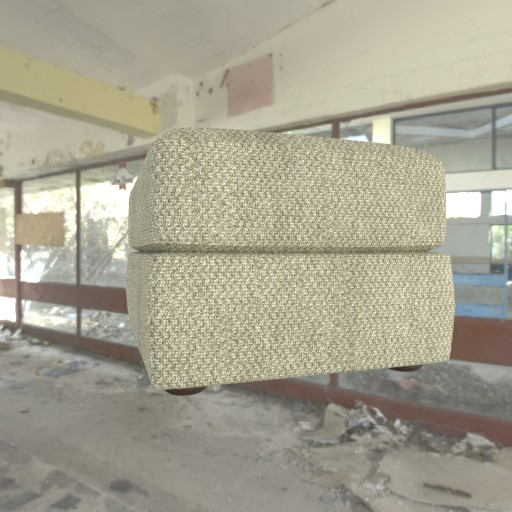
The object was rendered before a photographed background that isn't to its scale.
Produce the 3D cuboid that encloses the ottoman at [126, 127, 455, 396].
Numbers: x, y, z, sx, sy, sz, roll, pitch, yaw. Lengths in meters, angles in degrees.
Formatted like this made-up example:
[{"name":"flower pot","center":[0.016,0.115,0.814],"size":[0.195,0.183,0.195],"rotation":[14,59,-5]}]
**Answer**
[{"name":"ottoman","center":[0.000,0.000,1.121],"size":[0.603,0.476,0.751],"rotation":[0,1,-19]}]
